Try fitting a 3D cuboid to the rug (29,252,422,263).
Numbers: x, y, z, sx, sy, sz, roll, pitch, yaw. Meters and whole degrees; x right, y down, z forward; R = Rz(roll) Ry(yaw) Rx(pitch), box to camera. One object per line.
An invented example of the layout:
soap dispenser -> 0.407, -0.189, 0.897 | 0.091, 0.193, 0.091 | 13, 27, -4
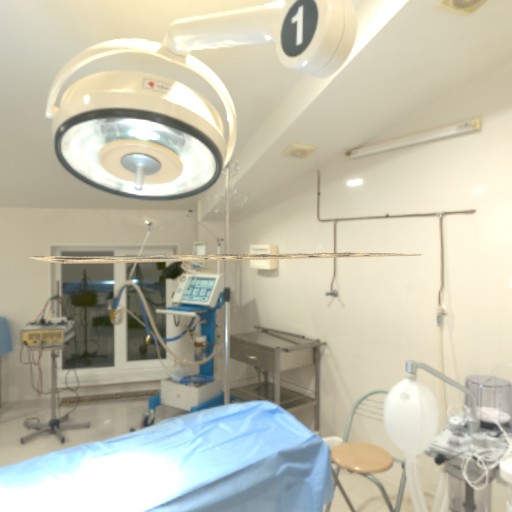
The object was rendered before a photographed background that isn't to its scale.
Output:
rug -> 0.000, 0.000, 2.600 | 2.301, 0.017, 0.692 | -1, 2, -37
